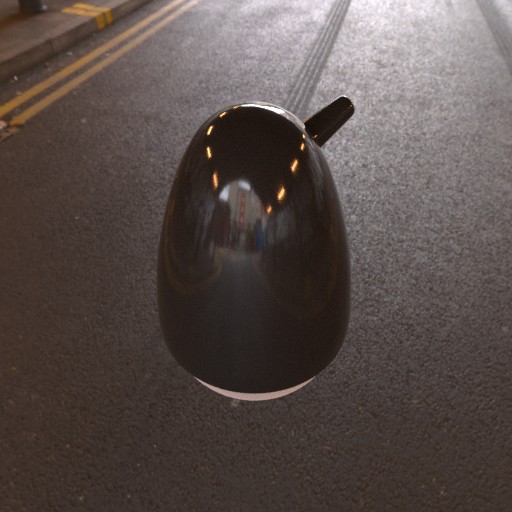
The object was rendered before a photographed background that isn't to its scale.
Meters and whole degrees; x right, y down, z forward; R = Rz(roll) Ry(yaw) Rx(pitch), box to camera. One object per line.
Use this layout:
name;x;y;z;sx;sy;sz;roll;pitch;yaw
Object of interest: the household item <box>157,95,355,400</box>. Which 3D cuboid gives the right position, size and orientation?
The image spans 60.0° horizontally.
household item;0.000;0.000;0.217;0.104;0.152;0.102;-26;48;-26
